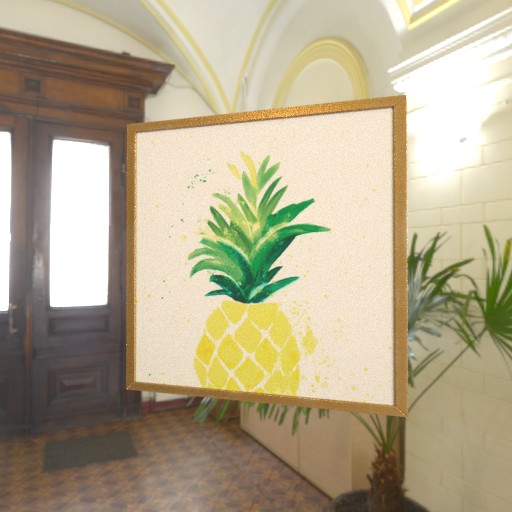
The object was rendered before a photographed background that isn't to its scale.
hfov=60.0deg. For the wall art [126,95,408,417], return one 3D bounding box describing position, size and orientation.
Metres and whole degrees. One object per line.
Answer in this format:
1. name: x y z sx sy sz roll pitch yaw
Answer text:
1. wall art: 0.000 0.000 0.790 0.510 0.509 0.033 0 -1 17
